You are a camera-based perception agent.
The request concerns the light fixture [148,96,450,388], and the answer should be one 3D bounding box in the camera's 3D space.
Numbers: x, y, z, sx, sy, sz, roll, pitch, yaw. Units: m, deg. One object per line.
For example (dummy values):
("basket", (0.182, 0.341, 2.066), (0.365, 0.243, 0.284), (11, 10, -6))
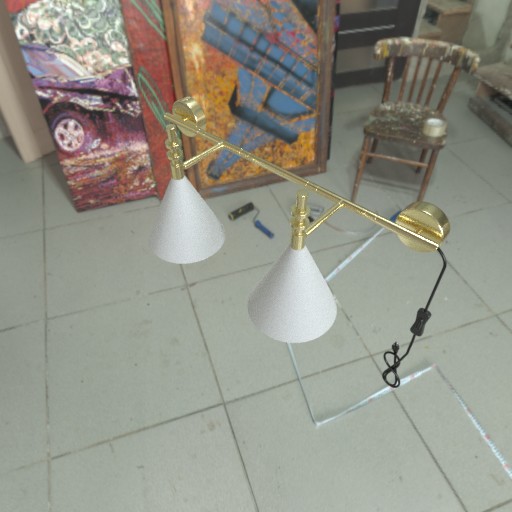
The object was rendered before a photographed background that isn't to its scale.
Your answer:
("light fixture", (0.000, 0.000, 0.852), (0.642, 0.468, 0.239), (32, 53, 28))
